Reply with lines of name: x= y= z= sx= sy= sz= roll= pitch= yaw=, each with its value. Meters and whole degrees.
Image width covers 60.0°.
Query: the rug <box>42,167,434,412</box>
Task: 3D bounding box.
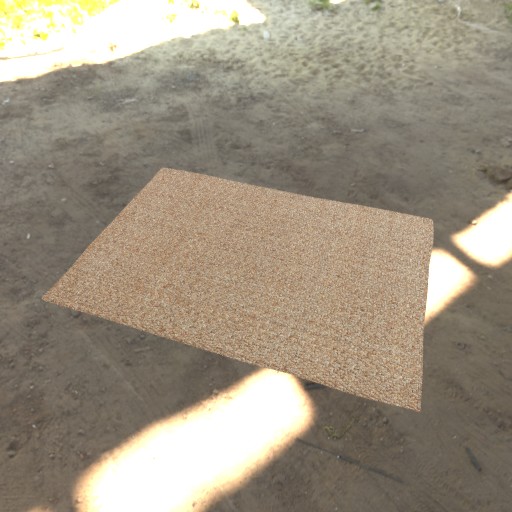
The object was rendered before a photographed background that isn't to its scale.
rug: x=0.000 y=0.000 z=2.840 sx=2.141 sy=0.013 sz=1.566 roll=13 pitch=44 yaw=14
